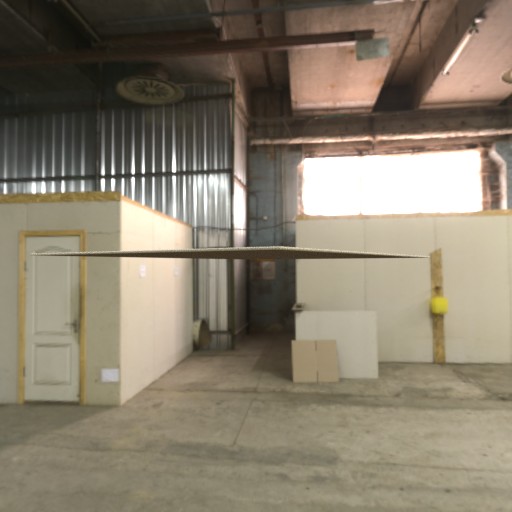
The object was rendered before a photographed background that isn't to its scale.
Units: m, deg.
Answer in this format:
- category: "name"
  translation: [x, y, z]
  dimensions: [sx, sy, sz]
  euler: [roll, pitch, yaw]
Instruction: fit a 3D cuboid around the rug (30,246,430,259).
- category: "rug"
  translation: [0.000, 0.000, 4.216]
  dimensions: [2.441, 0.015, 3.050]
  euler: [-1, -2, 35]
